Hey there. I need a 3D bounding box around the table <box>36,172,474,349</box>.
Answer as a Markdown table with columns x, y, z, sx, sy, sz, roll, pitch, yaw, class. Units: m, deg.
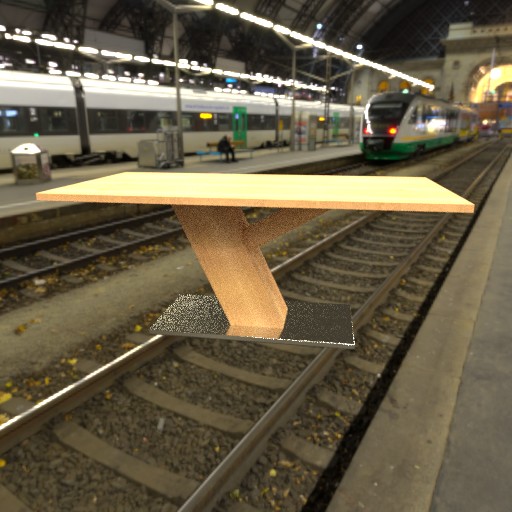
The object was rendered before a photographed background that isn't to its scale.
| x | y | z | sx | sy | sz | roll | pitch | yaw | class |
| --- | --- | --- | --- | --- | --- | --- | --- | --- | --- |
| 0.000 | 0.000 | 2.327 | 1.800 | 0.750 | 0.900 | 3 | 17 | 9 | table |
